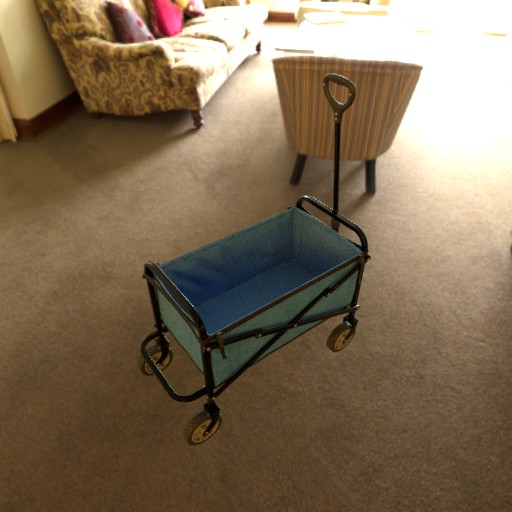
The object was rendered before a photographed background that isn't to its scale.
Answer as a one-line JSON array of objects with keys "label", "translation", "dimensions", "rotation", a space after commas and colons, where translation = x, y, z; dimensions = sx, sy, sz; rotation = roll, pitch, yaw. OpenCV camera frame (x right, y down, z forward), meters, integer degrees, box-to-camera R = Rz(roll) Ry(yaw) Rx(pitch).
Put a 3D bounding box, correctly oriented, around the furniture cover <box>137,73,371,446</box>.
[{"label": "furniture cover", "translation": [0.000, 0.000, 1.814], "dimensions": [1.038, 1.295, 0.532], "rotation": [-25, 46, -28]}]
